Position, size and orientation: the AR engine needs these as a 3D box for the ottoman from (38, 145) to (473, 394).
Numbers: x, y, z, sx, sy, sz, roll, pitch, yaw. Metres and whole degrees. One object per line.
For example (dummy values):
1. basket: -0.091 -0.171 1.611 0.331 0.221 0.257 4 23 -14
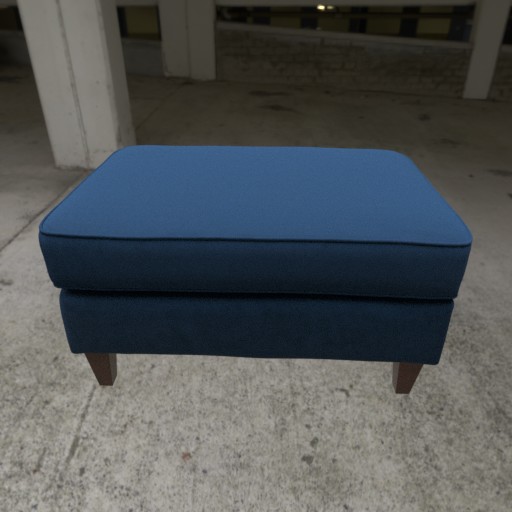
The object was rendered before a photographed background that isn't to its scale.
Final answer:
1. ottoman: 0.000 0.000 1.177 0.862 0.484 0.583 1 30 2
